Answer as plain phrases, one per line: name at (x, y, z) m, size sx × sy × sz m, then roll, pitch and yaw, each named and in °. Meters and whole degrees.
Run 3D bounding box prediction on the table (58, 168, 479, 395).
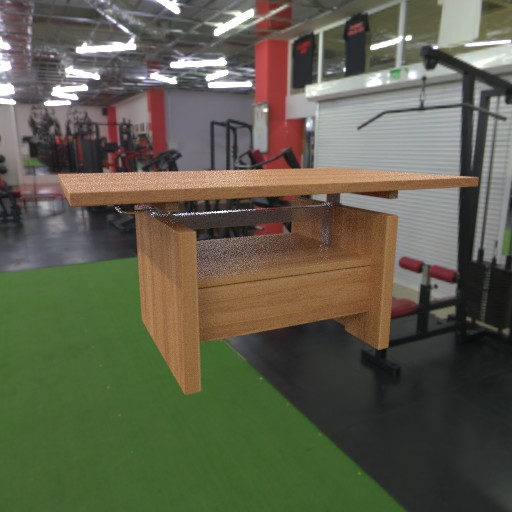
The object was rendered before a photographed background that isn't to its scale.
table at (0.000, 0.000, 1.426) m, size 1.100 × 0.510 × 0.700 m, roll -6°, pitch 15°, yaw -24°
